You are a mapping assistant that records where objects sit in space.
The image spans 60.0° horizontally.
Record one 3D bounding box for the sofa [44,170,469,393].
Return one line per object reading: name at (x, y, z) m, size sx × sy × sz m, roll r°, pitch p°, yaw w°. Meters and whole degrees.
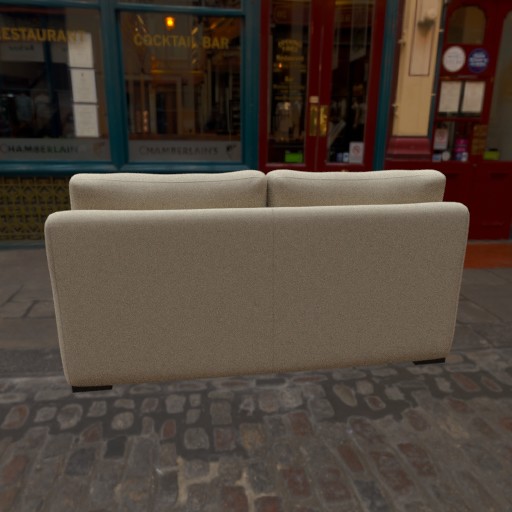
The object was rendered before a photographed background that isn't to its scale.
sofa at (0.000, 0.000, 2.425) m, size 1.885 × 0.967 × 0.962 m, roll -2°, pitch 15°, yaw -8°
